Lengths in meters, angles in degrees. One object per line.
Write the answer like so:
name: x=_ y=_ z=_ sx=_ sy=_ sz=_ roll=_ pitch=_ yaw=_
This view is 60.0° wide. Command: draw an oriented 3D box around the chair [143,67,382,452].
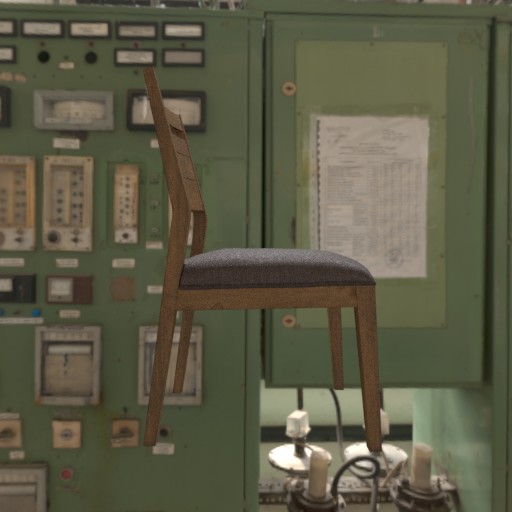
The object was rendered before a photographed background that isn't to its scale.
chair: x=0.000 y=0.000 z=1.309 sx=0.610 sy=0.939 sz=0.501 roll=0 pitch=1 yaw=0
